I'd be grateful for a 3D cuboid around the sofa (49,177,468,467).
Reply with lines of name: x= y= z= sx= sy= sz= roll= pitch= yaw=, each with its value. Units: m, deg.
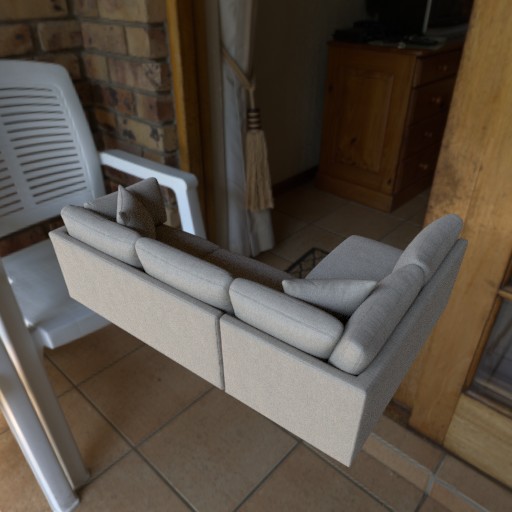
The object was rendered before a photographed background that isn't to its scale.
sofa: x=0.000 y=0.000 z=3.788 sx=2.896 sy=0.978 sz=1.994 roll=22 pitch=38 yaw=30
